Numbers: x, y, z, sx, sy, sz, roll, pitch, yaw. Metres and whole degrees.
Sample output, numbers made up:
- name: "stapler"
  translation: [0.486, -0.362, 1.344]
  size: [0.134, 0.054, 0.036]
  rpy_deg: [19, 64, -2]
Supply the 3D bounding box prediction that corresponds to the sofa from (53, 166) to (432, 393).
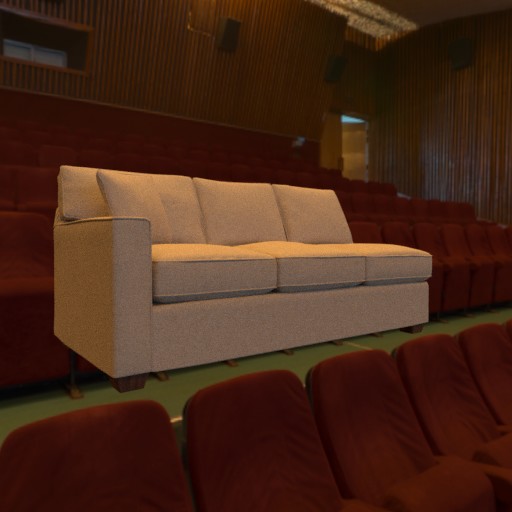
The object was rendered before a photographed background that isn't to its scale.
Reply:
- name: "sofa"
  translation: [0.000, 0.000, 2.525]
  size: [1.962, 0.946, 1.034]
  rpy_deg: [-1, 2, -36]
